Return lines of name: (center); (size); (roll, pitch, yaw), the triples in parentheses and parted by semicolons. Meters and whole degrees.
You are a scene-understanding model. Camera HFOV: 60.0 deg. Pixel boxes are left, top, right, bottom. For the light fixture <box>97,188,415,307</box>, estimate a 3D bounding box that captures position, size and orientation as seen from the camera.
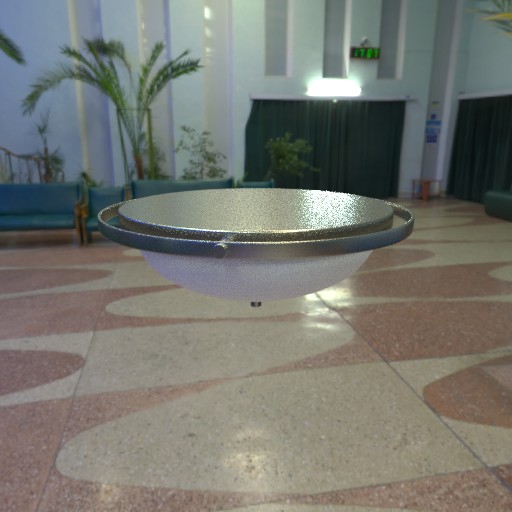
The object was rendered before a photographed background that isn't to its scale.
light fixture: (0.000, 0.000, 0.549); (0.361, 0.130, 0.361); (0, 15, 0)
